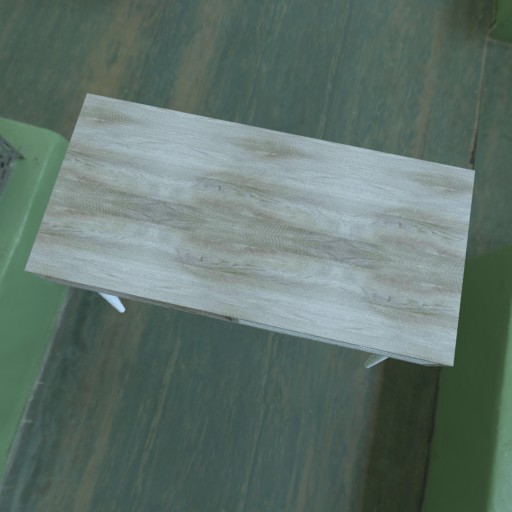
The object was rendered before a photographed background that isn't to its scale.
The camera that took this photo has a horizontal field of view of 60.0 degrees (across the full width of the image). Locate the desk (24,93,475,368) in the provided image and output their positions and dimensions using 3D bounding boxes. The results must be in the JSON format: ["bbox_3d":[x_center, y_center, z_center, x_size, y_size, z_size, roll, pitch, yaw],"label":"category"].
[{"bbox_3d":[0.000,0.000,1.391,0.979,0.723,0.491,12,76,3],"label":"desk"}]
